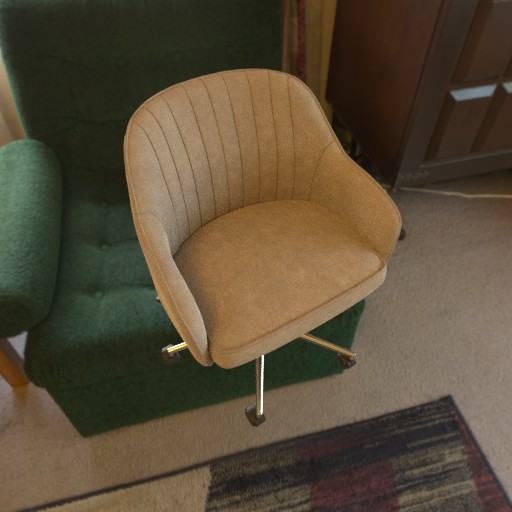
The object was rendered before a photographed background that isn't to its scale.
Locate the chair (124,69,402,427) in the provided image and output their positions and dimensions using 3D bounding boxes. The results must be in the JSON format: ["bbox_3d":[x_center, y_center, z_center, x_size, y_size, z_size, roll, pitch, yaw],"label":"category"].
[{"bbox_3d":[0.000,0.000,1.267,0.635,0.831,0.573,-25,52,-21],"label":"chair"}]
